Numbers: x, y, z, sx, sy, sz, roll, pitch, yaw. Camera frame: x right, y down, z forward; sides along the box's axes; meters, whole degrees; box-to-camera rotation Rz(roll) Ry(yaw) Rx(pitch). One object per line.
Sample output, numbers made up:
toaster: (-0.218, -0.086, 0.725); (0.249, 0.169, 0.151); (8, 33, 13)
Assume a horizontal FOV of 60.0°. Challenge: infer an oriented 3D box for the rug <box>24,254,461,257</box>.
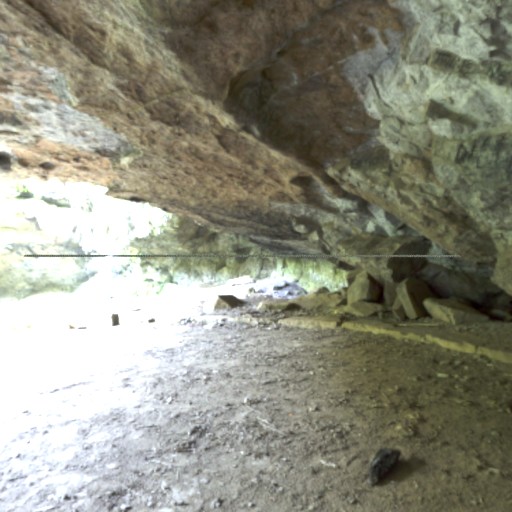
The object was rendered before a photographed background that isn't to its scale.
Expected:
rug: (0.000, 0.000, 2.031); (1.824, 0.009, 0.562); (0, 0, -18)
